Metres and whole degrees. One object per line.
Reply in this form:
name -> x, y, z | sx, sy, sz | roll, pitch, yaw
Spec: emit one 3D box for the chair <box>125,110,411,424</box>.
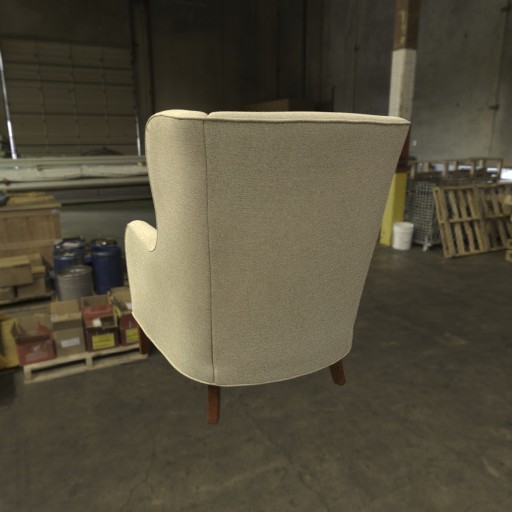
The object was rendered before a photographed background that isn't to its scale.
chair -> 0.000, 0.000, 1.722 | 0.838, 1.040, 0.966 | -7, 16, -26
